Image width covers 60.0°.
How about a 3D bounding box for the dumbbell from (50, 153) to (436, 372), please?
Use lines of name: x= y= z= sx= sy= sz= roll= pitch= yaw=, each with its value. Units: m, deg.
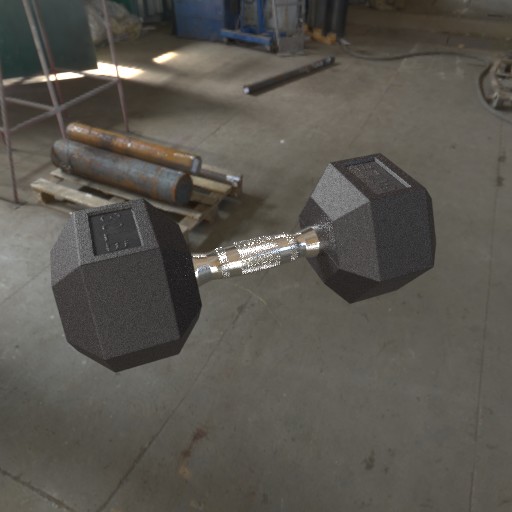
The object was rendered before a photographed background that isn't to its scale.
dumbbell: x=0.000 y=0.000 z=0.410 sx=0.337 sy=0.123 sz=0.142 roll=-14 pitch=42 yaw=-16
